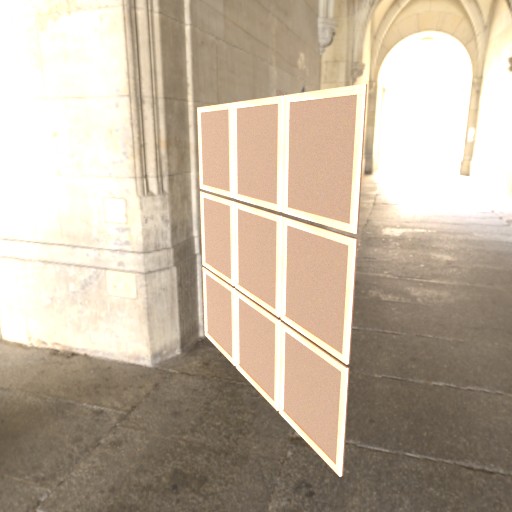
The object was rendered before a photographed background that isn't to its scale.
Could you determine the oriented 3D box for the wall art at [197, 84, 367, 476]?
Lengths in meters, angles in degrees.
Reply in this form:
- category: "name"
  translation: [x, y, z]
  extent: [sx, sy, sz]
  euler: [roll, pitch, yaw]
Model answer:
- category: "wall art"
  translation: [0.000, 0.000, 1.825]
  extent: [0.013, 1.218, 1.216]
  euler: [-8, 17, -27]
